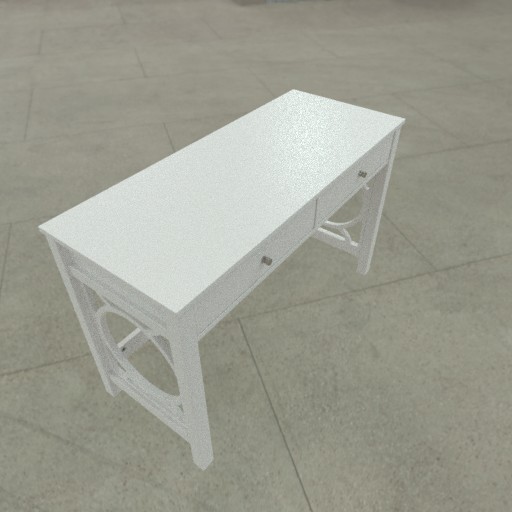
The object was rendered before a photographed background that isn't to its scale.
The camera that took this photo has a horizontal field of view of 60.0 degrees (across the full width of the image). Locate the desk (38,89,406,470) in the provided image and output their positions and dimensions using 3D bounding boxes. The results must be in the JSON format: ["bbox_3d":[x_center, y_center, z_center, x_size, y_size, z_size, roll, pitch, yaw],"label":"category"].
[{"bbox_3d":[0.000,0.000,1.628,0.504,0.762,1.191,26,47,27],"label":"desk"}]
